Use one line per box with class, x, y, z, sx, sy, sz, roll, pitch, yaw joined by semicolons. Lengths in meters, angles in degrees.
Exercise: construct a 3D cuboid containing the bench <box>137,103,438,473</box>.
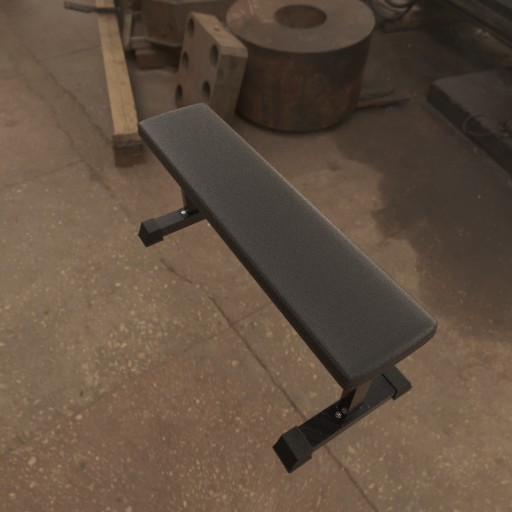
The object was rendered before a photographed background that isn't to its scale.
bench;0.000;0.000;1.330;0.439;0.453;1.072;-25;53;-21
